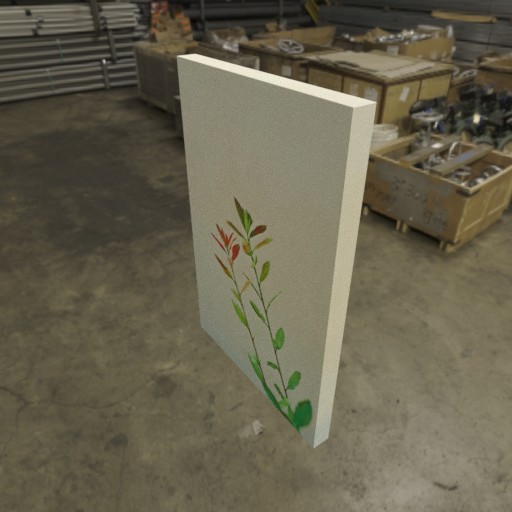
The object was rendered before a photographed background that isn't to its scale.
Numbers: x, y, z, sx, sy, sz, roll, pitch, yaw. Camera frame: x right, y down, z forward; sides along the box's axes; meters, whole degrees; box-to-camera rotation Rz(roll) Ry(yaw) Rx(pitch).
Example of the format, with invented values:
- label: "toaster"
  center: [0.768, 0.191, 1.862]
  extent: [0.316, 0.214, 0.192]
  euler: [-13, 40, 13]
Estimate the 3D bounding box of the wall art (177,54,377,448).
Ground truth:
- label: "wall art"
  center: [0.000, 0.000, 0.790]
  extent: [0.038, 0.611, 0.408]
  euler: [-22, 39, -30]
